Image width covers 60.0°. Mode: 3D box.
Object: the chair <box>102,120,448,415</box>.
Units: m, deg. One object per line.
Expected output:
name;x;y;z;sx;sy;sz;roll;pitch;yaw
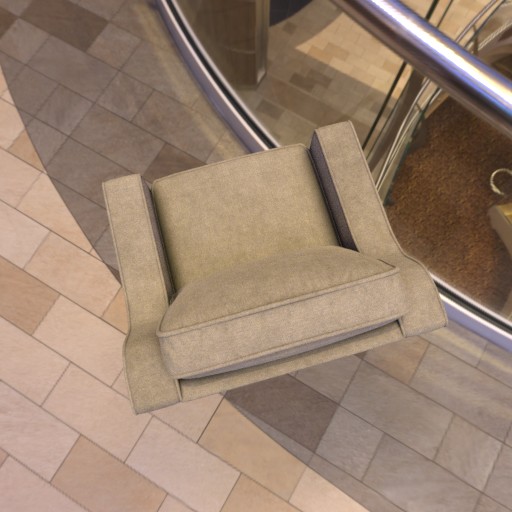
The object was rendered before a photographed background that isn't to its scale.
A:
chair;0.000;0.000;1.617;0.926;0.944;0.840;-15;76;-4
